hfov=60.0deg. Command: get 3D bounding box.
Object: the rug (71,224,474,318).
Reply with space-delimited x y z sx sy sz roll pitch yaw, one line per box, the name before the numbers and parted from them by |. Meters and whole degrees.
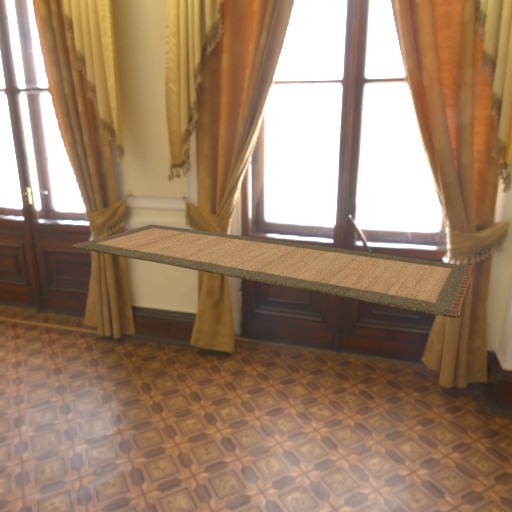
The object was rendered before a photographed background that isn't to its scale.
rug | 0.000 0.000 2.759 2.413 0.016 0.810 9 18 28
